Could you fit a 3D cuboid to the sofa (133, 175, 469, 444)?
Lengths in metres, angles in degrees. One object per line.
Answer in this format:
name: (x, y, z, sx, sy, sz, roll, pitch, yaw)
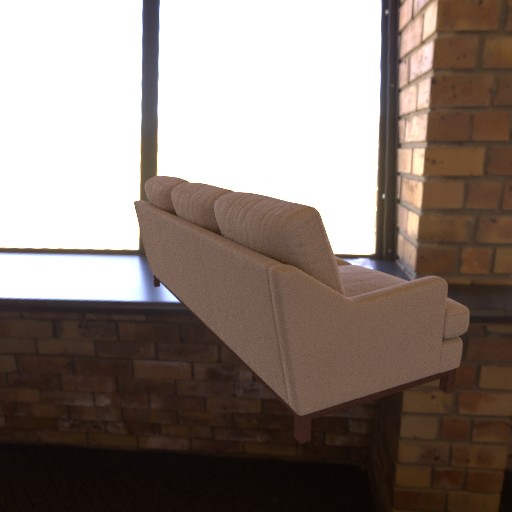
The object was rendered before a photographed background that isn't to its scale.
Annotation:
sofa: (0.000, 0.000, 2.739, 1.000, 0.913, 2.321, -7, 15, -26)
